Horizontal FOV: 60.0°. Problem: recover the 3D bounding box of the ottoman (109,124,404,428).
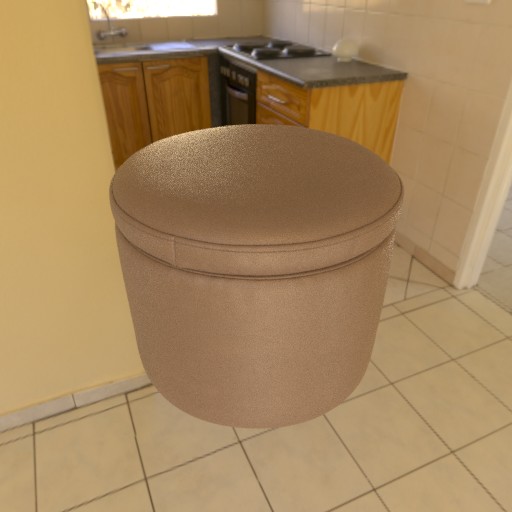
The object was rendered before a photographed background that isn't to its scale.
[{"bbox_3d":[0.000,0.000,0.861,0.500,0.409,0.500,0,33,0],"label":"ottoman"}]
